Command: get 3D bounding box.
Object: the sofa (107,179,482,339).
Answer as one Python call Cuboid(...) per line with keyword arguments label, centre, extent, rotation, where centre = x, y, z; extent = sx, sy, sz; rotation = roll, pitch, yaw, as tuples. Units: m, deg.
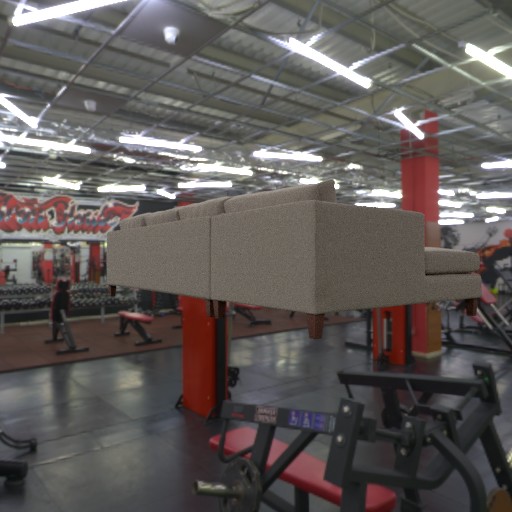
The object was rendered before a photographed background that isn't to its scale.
Cuboid(label="sofa", centre=(0.000, 0.000, 3.911), extent=(1.625, 0.846, 3.186), rotation=(0, 0, -36))
